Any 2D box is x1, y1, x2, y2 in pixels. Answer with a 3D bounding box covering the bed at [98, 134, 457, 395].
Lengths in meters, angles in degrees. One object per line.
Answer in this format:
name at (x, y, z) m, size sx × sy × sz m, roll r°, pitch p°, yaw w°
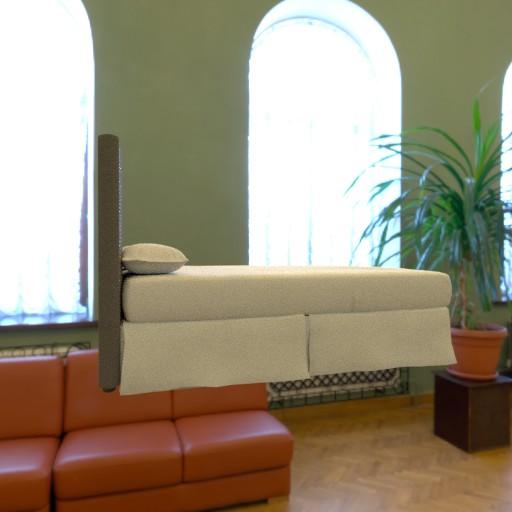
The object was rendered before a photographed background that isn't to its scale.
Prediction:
bed at (0.000, 0.000, 3.422) m, size 2.282 × 1.436 × 1.821 m, roll 0°, pitch 1°, yaw -19°
